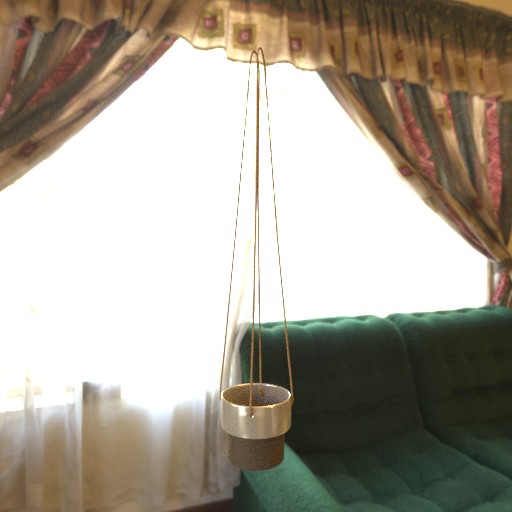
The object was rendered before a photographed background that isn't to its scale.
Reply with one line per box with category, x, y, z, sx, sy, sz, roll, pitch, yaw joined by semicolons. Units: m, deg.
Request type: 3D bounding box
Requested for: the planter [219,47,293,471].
planter;0.000;0.000;1.168;0.187;1.073;0.187;-1;2;-37
